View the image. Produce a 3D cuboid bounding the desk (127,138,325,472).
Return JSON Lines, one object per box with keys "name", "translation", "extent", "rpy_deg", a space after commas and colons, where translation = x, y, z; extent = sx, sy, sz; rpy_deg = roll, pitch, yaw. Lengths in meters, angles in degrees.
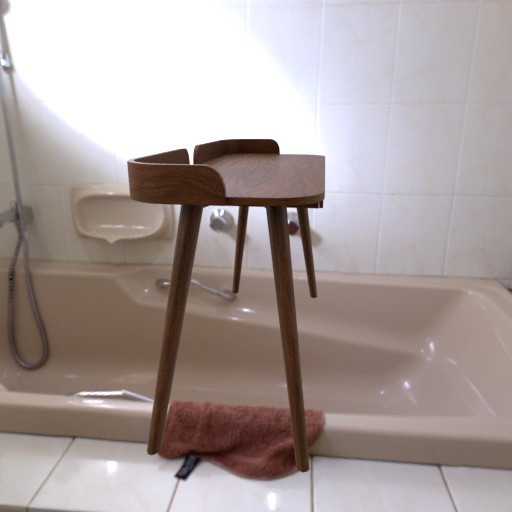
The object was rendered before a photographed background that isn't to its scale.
{"name": "desk", "translation": [0.000, 0.000, 1.673], "extent": [0.486, 0.800, 1.256], "rpy_deg": [3, 18, 8]}
